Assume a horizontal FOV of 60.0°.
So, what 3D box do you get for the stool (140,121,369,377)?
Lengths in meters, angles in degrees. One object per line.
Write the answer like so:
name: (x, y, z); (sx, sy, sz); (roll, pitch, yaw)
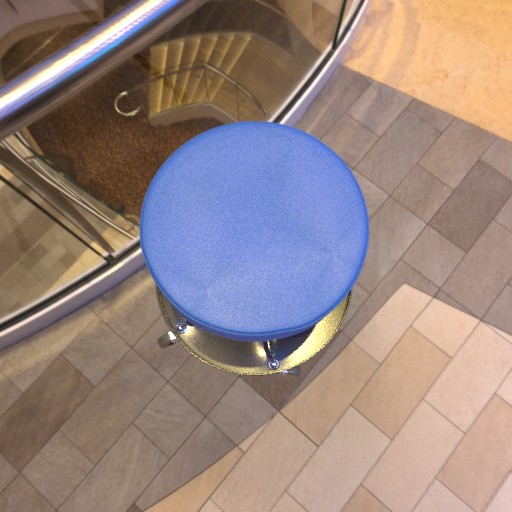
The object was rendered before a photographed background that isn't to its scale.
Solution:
stool: (0.000, 0.000, 0.696); (0.381, 0.365, 0.382); (-5, 75, -1)
